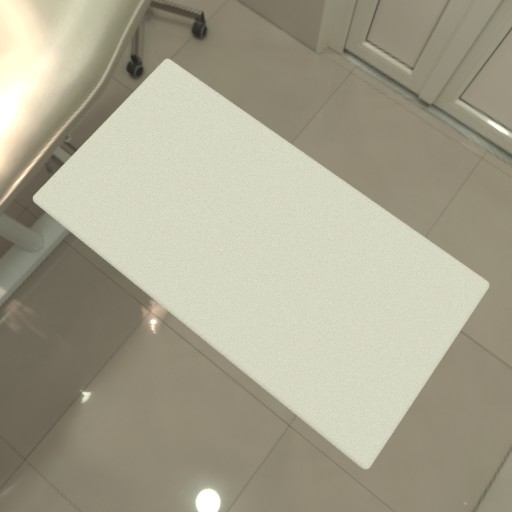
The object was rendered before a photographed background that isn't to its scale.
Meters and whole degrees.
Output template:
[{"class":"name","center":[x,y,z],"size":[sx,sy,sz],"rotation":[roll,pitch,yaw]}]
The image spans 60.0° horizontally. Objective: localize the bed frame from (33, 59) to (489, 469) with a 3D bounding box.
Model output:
[{"class":"bed frame","center":[0.000,0.000,2.374],"size":[1.950,0.659,1.023],"rotation":[37,79,9]}]
